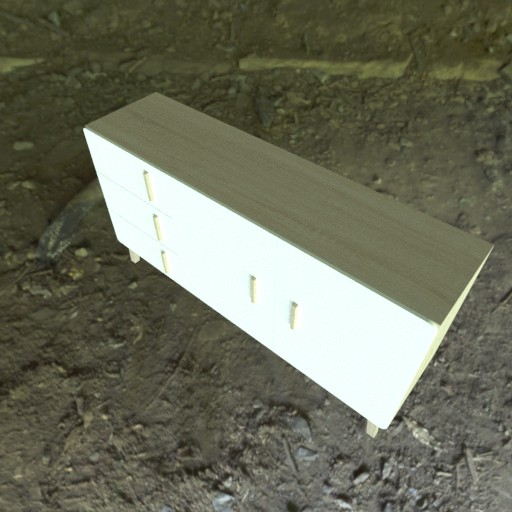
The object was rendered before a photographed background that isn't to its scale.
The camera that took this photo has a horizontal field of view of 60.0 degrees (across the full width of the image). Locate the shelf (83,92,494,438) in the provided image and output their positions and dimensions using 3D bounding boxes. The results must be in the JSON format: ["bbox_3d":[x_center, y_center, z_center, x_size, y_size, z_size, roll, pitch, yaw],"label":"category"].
[{"bbox_3d":[0.000,0.000,1.806,1.490,0.780,0.400,31,54,26],"label":"shelf"}]
